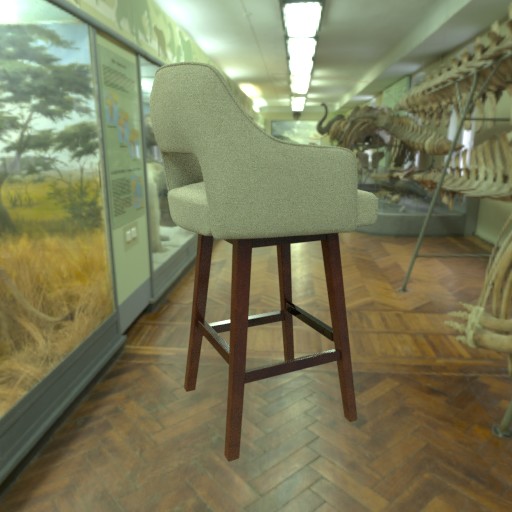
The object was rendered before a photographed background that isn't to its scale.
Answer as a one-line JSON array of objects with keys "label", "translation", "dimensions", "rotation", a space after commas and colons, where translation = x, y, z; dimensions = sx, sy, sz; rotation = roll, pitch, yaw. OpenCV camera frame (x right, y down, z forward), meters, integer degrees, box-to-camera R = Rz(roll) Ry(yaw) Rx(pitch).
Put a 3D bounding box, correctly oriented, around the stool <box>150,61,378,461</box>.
[{"label": "stool", "translation": [0.000, 0.000, 1.357], "dimensions": [0.560, 1.041, 0.550], "rotation": [-7, 16, -25]}]
